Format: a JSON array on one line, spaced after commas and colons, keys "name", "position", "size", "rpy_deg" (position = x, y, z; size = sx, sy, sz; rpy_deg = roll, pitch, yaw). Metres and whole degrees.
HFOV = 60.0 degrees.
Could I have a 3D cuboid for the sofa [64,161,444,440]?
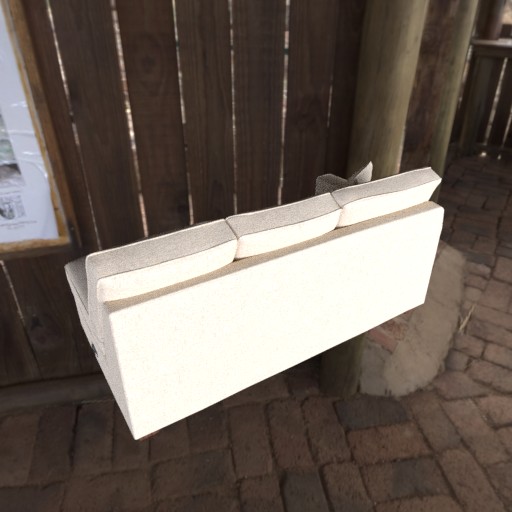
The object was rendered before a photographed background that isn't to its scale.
[{"name": "sofa", "position": [0.000, 0.000, 2.583], "size": [1.962, 0.946, 1.034], "rpy_deg": [-18, 35, -28]}]
